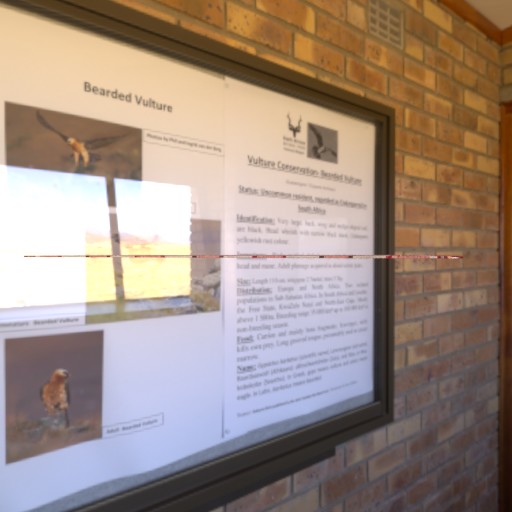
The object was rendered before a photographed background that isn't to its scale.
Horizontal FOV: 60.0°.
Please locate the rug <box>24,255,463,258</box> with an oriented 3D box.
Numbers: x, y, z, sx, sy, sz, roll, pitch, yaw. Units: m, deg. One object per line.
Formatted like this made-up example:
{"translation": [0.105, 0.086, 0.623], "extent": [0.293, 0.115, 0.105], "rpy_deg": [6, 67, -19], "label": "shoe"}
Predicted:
{"translation": [0.000, 0.000, 2.302], "extent": [1.817, 0.008, 1.223], "rpy_deg": [0, 0, 18], "label": "rug"}
